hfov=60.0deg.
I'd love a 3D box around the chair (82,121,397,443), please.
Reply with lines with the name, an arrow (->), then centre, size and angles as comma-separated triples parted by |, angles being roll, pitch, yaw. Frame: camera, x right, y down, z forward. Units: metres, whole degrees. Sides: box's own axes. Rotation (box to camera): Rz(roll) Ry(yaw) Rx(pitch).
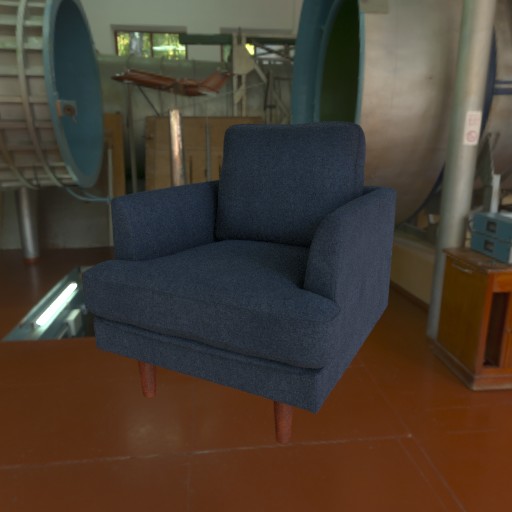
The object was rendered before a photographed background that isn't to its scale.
chair -> 0.000, 0.000, 1.627 | 0.858, 0.957, 0.899 | 8, 17, 27
